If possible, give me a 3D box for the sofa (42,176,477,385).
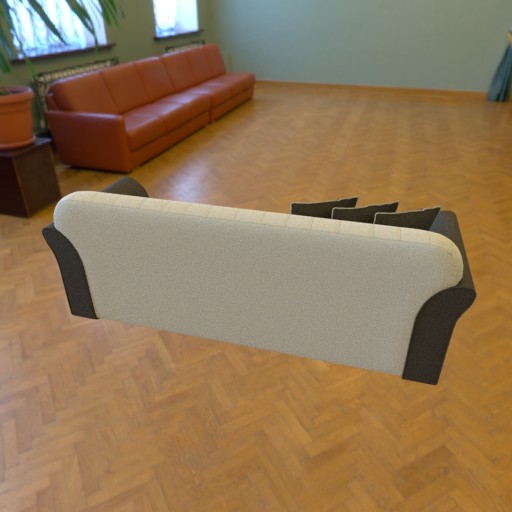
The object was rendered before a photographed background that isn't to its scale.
[{"bbox_3d":[0.000,0.000,2.370,2.001,0.787,0.755,8,31,14],"label":"sofa"}]
